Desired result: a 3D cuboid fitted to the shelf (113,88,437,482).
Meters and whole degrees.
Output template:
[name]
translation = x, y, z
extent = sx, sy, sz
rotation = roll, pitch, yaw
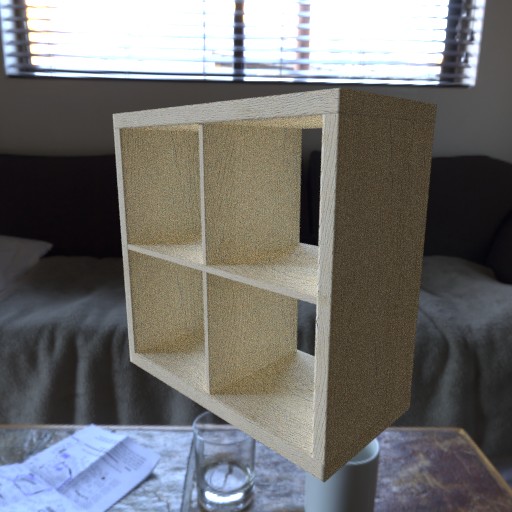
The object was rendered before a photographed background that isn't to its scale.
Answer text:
[shelf]
translation = 0.000, 0.000, 1.250
extent = 0.790, 0.786, 0.390
rotation = 13, 18, 43
